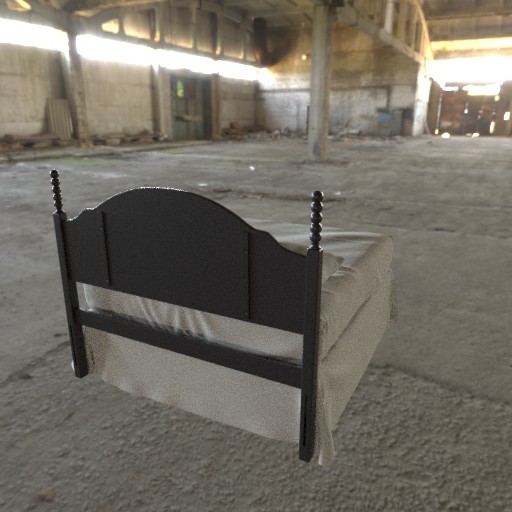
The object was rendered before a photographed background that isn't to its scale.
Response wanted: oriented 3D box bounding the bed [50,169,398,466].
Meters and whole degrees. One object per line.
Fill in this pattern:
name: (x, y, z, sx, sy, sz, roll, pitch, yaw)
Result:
bed: (0.000, 0.000, 3.225, 1.873, 1.356, 2.040, 9, 20, 26)
